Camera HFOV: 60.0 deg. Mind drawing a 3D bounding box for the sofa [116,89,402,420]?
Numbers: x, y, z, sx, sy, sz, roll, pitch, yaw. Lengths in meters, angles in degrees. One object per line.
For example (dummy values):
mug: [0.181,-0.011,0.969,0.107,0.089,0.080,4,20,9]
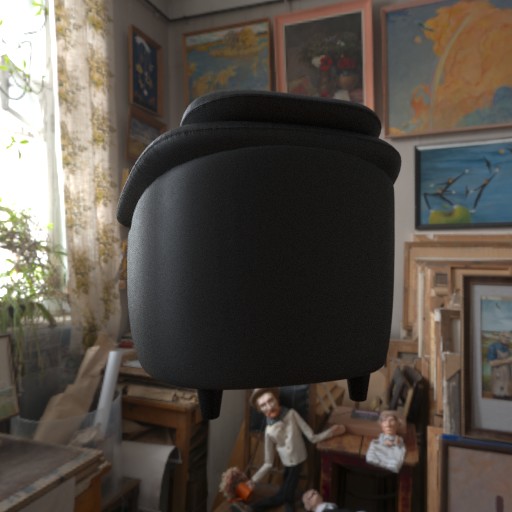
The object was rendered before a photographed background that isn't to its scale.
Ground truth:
sofa: [0.000,0.000,1.454,0.870,0.811,0.794,0,1,-18]
